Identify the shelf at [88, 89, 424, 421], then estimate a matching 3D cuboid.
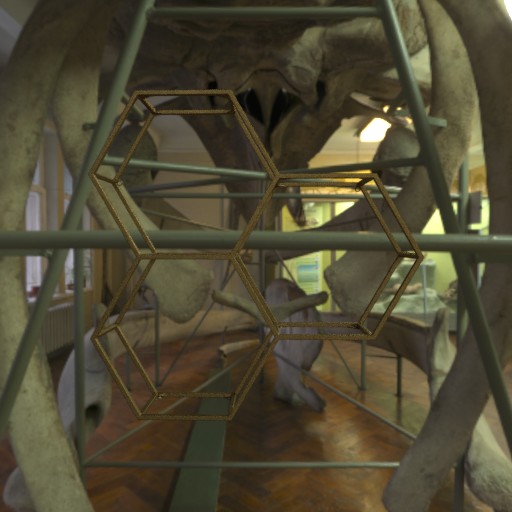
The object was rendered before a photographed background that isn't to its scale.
[{"bbox_3d":[0.000,0.000,1.010,0.708,0.701,0.150,0,2,1],"label":"shelf"}]
